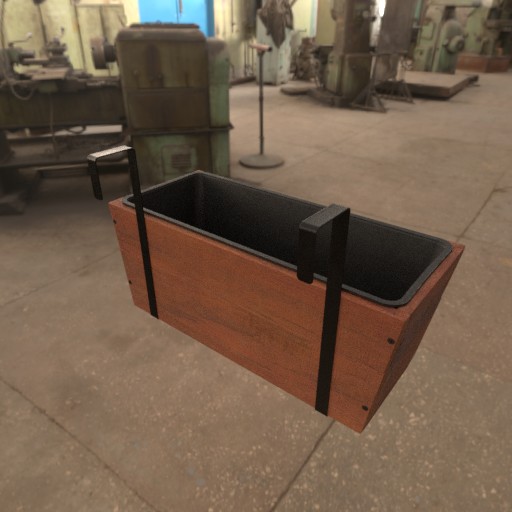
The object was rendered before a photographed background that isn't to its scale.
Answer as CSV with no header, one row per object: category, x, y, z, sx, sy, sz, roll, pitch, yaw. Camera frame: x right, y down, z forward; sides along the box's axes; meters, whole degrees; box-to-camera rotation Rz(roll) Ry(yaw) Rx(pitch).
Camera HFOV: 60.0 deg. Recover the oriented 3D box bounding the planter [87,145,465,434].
planter,0.000,0.000,0.628,0.480,0.289,0.262,21,36,33
